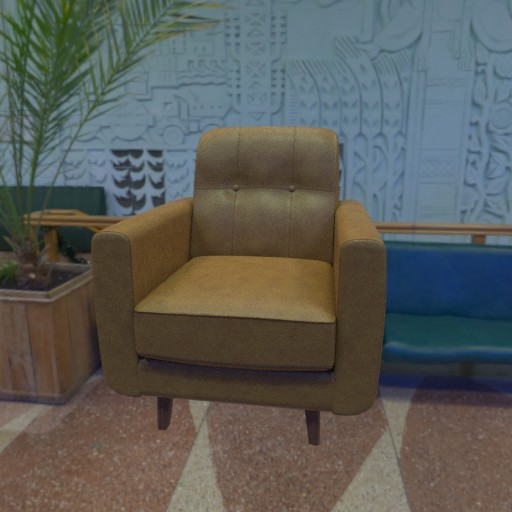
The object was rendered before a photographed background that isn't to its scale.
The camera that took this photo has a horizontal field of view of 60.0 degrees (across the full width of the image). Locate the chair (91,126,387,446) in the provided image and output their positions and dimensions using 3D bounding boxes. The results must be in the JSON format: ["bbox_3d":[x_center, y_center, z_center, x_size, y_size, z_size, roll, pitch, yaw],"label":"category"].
[{"bbox_3d":[0.000,0.000,1.670,0.845,0.968,0.942,2,14,9],"label":"chair"}]
